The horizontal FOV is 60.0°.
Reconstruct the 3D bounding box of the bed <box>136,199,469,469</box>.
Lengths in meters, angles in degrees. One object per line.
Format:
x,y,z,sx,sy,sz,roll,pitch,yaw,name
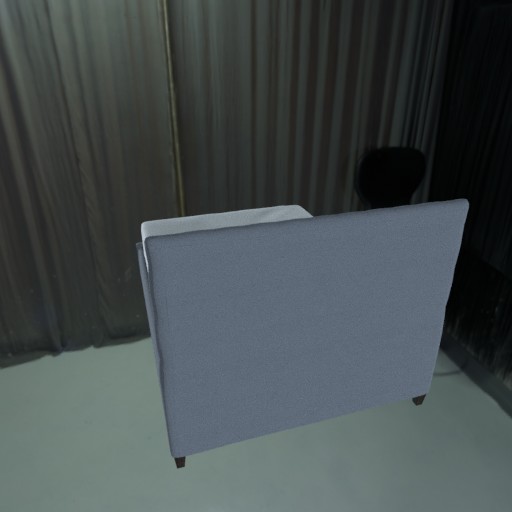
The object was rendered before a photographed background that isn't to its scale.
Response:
0.000,0.000,3.350,1.698,1.427,2.231,-8,27,-16,bed
